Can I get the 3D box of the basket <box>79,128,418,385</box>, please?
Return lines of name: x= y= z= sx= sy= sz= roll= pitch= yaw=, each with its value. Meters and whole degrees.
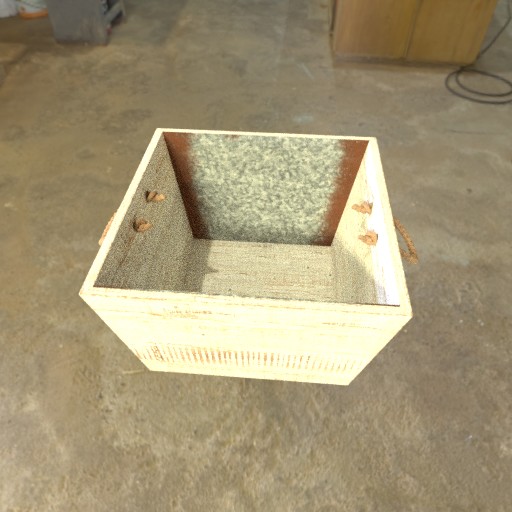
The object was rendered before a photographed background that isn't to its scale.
basket: x=0.000 y=0.000 z=0.776 sx=0.545 sy=0.247 sz=0.413 roll=3 pitch=45 yaw=3
